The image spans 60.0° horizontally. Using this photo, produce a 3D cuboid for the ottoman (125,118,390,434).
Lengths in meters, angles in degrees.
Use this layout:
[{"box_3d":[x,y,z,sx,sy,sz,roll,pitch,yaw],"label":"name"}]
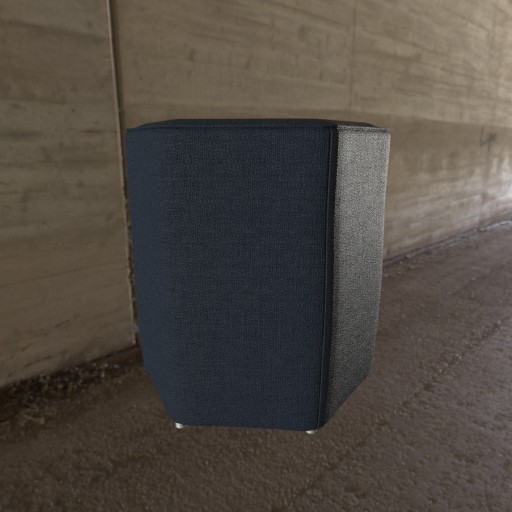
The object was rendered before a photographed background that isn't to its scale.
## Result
[{"box_3d":[0.000,0.000,0.877,0.492,0.505,0.454,2,15,8],"label":"ottoman"}]
